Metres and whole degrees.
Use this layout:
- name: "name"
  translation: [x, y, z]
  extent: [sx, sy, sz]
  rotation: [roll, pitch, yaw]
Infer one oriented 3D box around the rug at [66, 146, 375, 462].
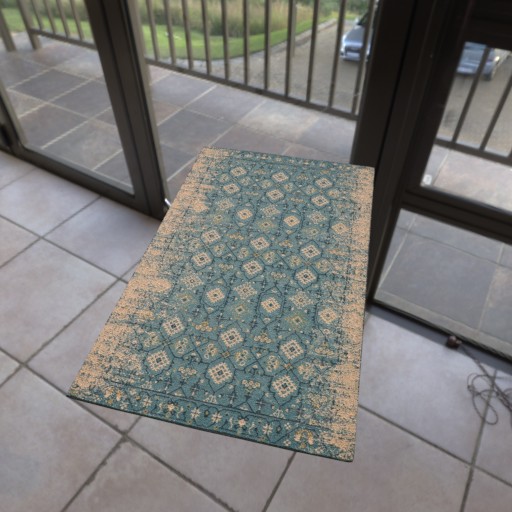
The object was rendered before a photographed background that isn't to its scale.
- name: "rug"
  translation: [0.000, 0.000, 2.216]
  extent: [1.102, 0.008, 1.795]
  rotation: [9, 47, 9]
